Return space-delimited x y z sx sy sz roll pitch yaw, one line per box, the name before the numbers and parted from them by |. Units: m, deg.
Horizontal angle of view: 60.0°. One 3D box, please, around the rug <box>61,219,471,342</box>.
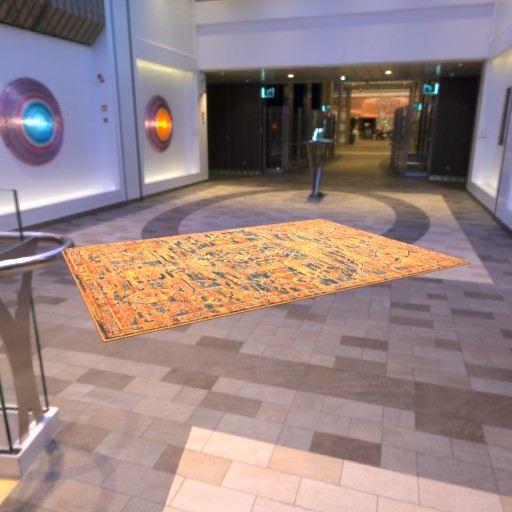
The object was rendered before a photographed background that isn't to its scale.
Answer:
rug | 0.000 0.000 3.823 2.916 0.019 2.043 -9 18 -27
